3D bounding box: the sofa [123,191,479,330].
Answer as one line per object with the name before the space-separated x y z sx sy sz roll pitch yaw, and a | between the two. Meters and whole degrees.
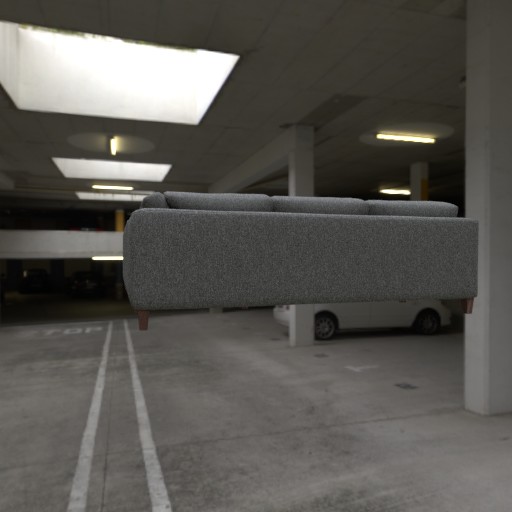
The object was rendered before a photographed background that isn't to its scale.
sofa | 0.000 0.000 4.463 2.551 0.853 3.238 0 0 -18
